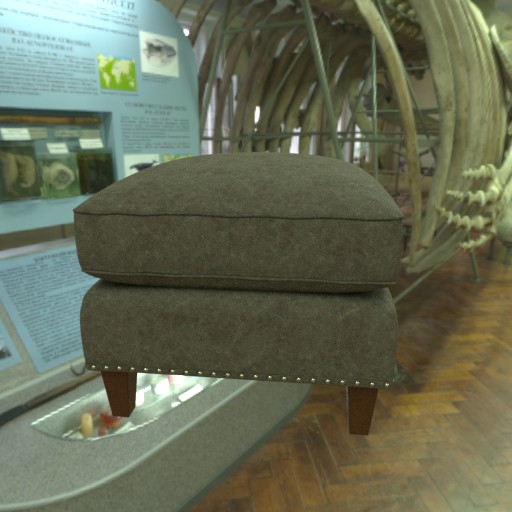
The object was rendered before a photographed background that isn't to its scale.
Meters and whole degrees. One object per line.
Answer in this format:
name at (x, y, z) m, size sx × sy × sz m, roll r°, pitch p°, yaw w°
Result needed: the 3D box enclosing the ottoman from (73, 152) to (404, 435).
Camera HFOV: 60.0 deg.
ottoman at (0.000, 0.000, 1.130) m, size 0.584 × 0.513 × 0.741 m, roll 2°, pitch 16°, yaw 6°
